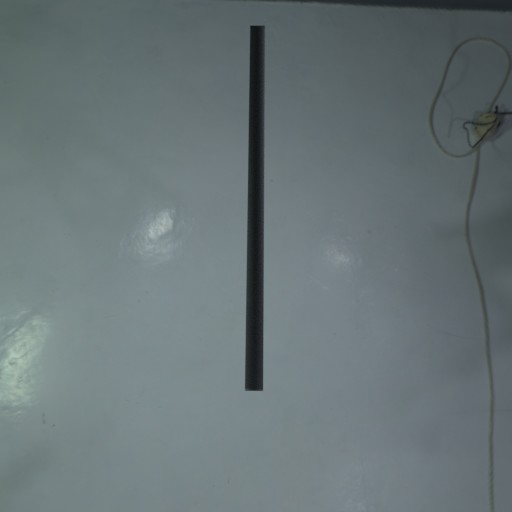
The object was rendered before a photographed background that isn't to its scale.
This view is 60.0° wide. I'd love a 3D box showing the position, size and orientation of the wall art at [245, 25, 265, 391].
[{"bbox_3d":[0.000,0.000,0.556,0.013,0.431,0.303,1,76,0],"label":"wall art"}]
